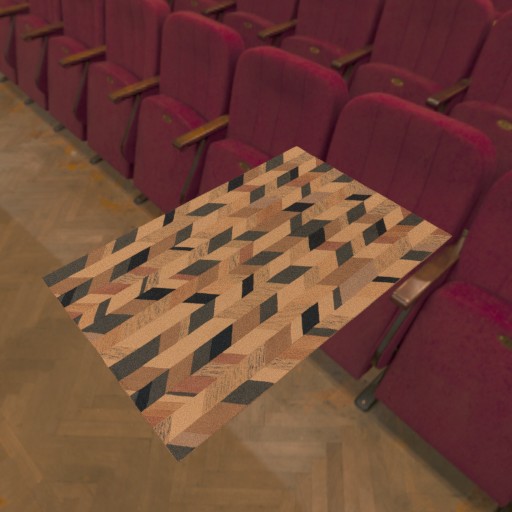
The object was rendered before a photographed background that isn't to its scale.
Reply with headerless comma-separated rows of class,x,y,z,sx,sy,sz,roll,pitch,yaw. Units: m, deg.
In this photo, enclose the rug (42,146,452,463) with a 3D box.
rug,0.000,0.000,2.325,1.813,0.006,1.202,-32,54,-27
